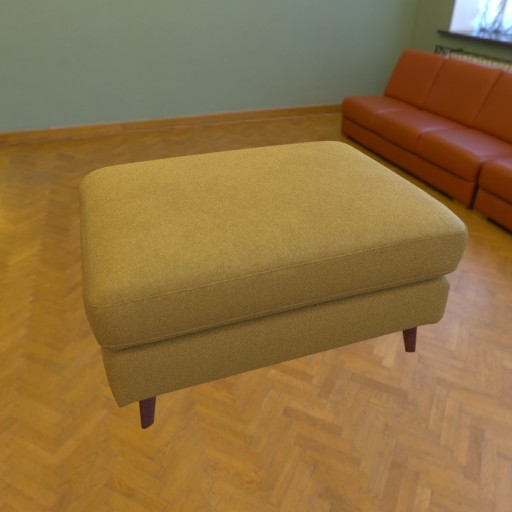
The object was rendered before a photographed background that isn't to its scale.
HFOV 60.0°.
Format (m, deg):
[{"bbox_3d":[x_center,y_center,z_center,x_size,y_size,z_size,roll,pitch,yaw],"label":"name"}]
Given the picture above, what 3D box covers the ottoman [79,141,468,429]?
[{"bbox_3d":[0.000,0.000,1.143,0.811,0.449,0.608,-11,34,-16],"label":"ottoman"}]
